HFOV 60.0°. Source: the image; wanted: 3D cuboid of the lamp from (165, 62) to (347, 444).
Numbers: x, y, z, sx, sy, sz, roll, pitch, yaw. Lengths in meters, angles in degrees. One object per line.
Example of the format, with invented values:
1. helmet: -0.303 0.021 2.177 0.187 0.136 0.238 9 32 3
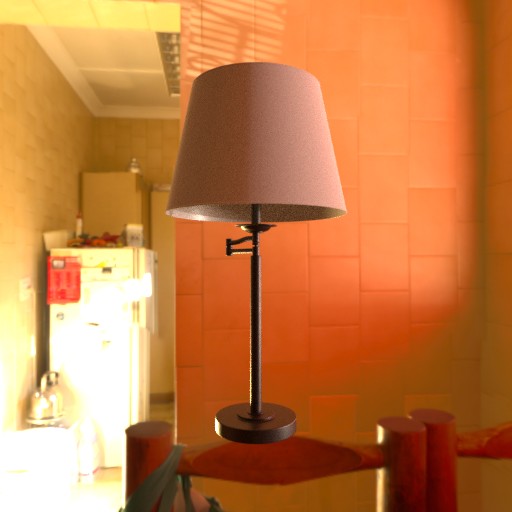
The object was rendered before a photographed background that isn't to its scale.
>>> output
1. lamp: 0.000 0.000 0.901 0.363 0.696 0.363 0 -1 0
